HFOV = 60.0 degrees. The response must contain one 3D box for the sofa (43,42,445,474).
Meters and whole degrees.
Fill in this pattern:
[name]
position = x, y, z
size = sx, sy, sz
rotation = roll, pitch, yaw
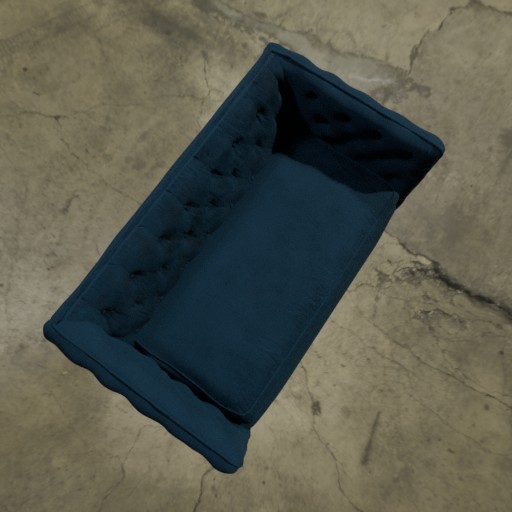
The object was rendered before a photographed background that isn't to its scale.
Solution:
[sofa]
position = 0.000, 0.000, 2.088
size = 0.909, 0.810, 1.583
rotation = 34, 78, 8
